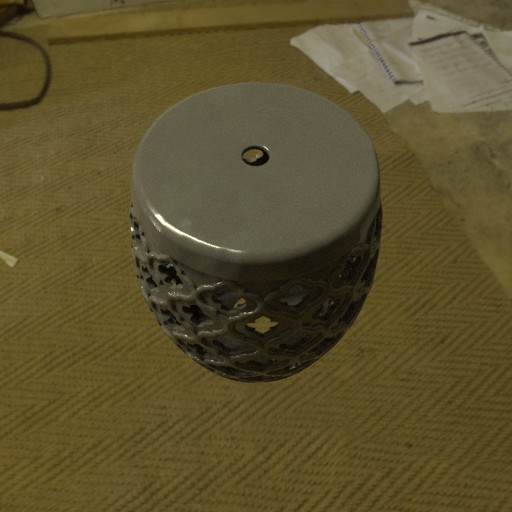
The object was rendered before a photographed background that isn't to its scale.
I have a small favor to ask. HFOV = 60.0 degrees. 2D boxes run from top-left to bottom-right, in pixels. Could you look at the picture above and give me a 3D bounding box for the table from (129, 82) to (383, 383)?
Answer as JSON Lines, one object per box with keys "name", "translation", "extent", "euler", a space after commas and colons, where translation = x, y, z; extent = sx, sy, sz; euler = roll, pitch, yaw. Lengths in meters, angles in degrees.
{"name": "table", "translation": [0.000, 0.000, 0.628], "extent": [0.325, 0.388, 0.325], "euler": [0, 57, 0]}
